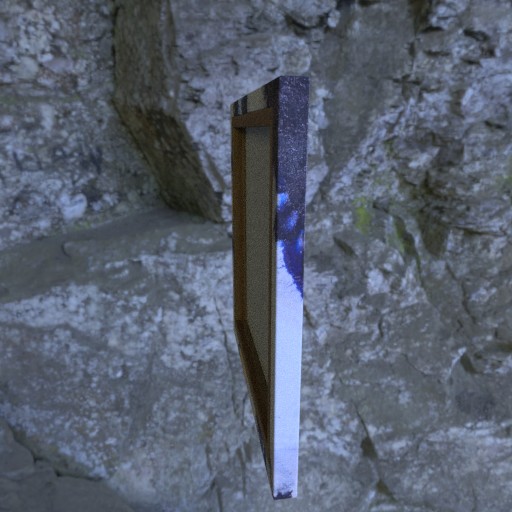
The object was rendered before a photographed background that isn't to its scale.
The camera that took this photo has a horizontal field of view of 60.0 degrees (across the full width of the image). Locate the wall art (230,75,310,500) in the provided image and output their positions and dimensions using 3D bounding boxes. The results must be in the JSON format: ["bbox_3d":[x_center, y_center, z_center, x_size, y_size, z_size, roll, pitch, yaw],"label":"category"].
[{"bbox_3d":[0.000,0.000,0.888,0.039,0.609,0.609,-2,16,-8],"label":"wall art"}]
